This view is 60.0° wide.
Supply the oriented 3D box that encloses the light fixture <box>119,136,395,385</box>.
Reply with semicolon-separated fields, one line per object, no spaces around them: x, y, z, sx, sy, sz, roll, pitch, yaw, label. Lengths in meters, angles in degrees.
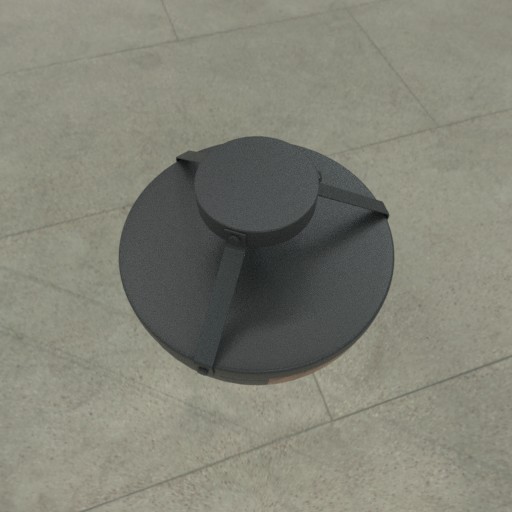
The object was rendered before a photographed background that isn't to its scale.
0.000;0.000;0.524;0.304;0.269;0.304;0;59;0;light fixture
